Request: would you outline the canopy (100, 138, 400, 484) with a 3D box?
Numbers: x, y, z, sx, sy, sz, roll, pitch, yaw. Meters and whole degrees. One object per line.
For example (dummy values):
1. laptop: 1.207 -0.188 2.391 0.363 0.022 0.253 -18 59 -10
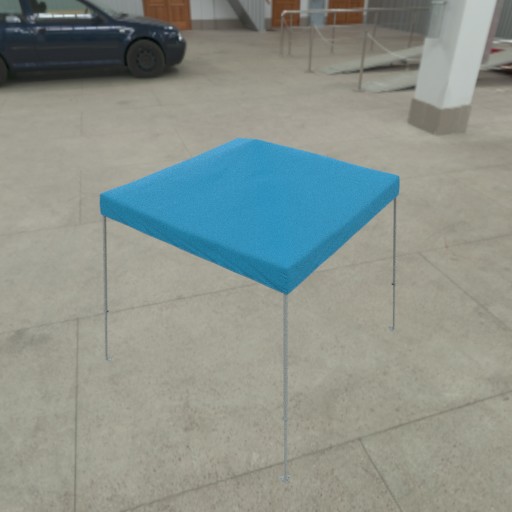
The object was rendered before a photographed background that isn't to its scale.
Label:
1. canopy: 0.000 0.000 5.326 2.849 2.850 2.850 22 38 30
